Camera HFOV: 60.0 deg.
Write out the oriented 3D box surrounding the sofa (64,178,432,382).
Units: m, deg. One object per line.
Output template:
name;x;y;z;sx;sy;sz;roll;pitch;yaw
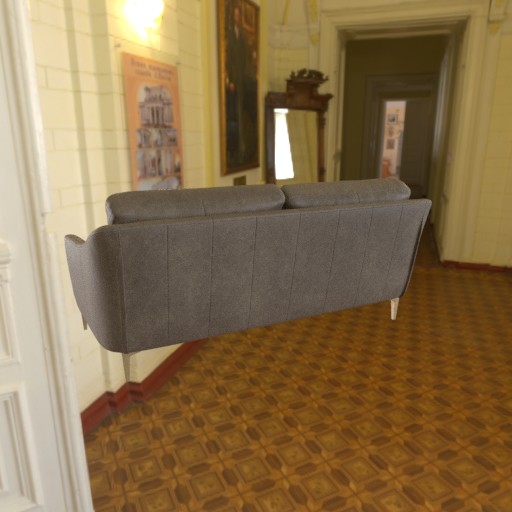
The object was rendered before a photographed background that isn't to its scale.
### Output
sofa;0.000;0.000;2.644;2.036;0.902;0.960;-7;17;-25
